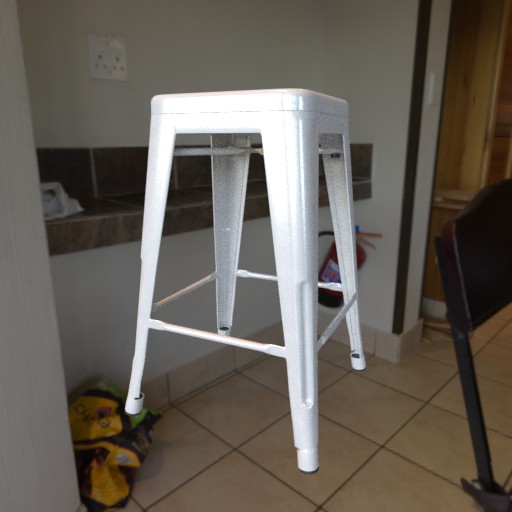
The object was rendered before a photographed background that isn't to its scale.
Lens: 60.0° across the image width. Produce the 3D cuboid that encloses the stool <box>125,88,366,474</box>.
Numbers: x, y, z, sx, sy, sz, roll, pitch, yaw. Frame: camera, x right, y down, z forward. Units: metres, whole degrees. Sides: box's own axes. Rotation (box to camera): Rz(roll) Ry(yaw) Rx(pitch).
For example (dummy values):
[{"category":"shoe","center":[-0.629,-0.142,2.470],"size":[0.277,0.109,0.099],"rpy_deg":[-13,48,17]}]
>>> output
[{"category":"stool","center":[0.000,0.000,0.905],"size":[0.406,0.610,0.406],"rpy_deg":[7,16,24]}]
